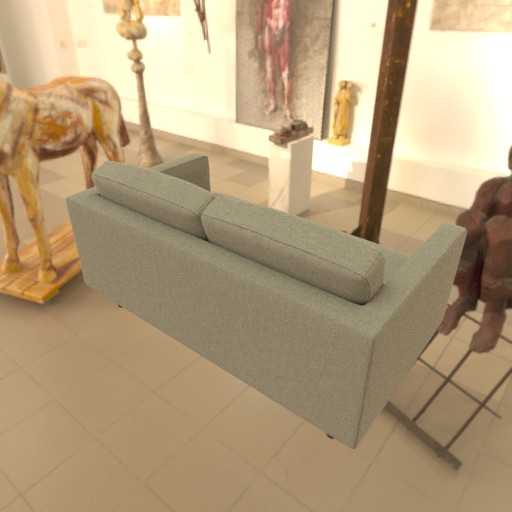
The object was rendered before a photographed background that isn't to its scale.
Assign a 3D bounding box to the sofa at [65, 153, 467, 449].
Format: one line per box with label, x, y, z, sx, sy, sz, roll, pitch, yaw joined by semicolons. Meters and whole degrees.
sofa;0.000;0.000;2.287;1.731;0.900;1.000;22;38;32
